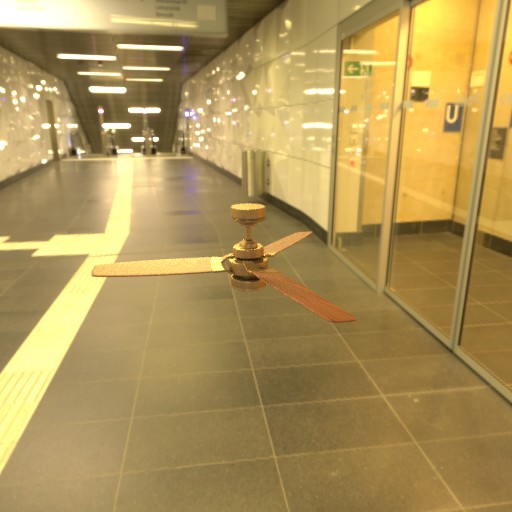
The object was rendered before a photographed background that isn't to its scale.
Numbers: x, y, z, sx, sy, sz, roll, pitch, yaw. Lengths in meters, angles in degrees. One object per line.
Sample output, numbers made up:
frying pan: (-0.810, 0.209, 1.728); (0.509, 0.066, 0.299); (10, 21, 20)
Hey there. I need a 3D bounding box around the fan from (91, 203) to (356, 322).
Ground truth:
fan: (0.000, 0.000, 2.122); (1.416, 0.425, 1.271); (-9, 19, -26)
